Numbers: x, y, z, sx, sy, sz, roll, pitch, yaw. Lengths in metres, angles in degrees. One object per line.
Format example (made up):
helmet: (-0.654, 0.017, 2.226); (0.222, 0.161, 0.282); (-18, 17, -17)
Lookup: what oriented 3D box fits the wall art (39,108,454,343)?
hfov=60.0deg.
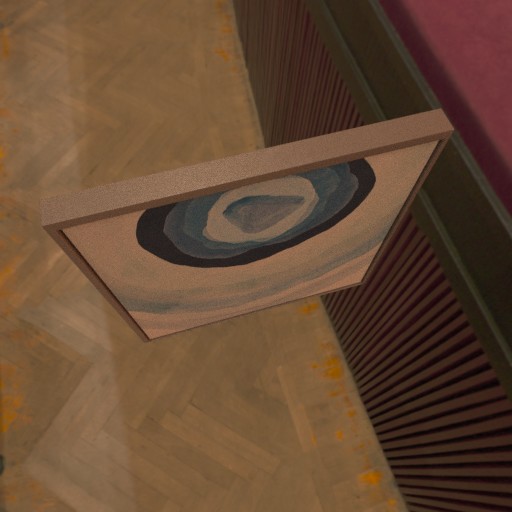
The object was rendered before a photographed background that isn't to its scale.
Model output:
wall art: (0.000, 0.000, 0.522); (0.349, 0.349, 0.028); (-14, 65, -7)
